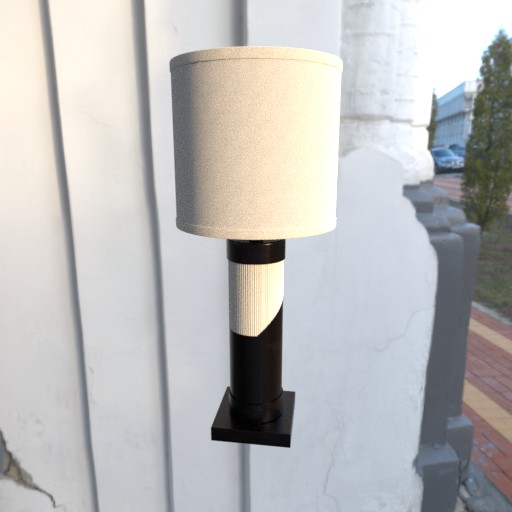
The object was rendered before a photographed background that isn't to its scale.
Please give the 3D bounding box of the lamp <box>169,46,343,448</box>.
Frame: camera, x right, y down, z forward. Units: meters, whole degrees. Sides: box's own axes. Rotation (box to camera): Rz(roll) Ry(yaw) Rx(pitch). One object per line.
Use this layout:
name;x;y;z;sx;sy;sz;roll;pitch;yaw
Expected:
lamp;0.000;0.000;0.604;0.211;0.509;0.211;2;14;8
